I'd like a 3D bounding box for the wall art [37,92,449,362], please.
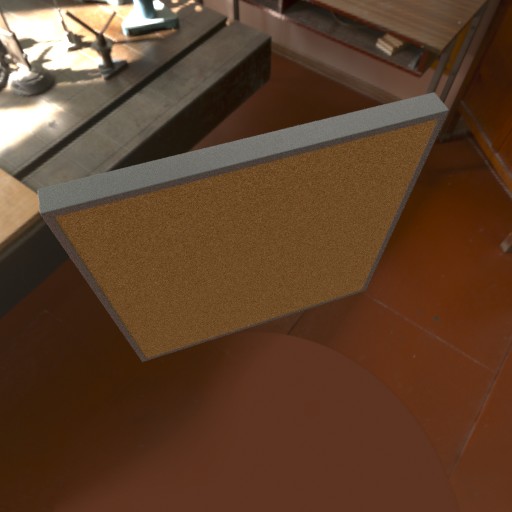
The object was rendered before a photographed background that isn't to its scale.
[{"bbox_3d":[0.000,0.000,0.514,0.349,0.349,0.028,-16,60,-10],"label":"wall art"}]
